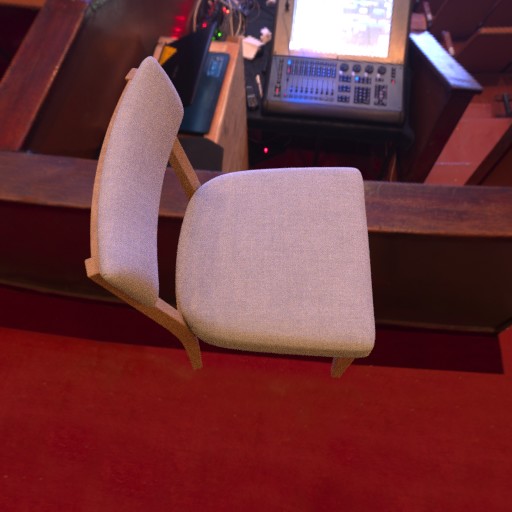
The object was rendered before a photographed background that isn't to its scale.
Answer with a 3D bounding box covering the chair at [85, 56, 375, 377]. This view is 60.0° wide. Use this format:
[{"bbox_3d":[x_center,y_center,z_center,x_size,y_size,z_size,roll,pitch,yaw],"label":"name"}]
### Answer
[{"bbox_3d":[0.000,0.000,1.147,0.572,0.832,0.508,2,65,1],"label":"chair"}]
